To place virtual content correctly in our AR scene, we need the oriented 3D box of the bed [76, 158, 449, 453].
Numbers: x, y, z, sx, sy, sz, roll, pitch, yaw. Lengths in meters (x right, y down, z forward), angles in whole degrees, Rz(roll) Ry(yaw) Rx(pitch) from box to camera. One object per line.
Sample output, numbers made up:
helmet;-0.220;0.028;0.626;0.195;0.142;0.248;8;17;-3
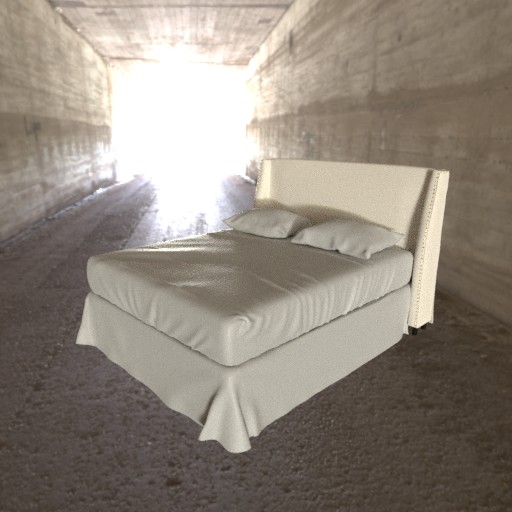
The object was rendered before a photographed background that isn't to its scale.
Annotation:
bed;0.000;0.000;3.426;2.276;1.332;1.925;-15;22;-42
